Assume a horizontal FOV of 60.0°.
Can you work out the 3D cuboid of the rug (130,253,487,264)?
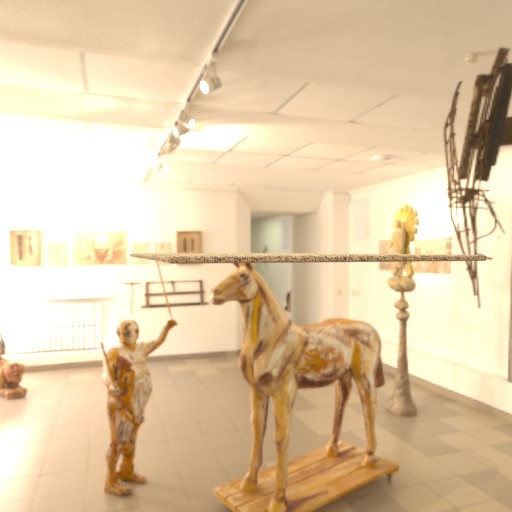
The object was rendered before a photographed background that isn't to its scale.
[{"bbox_3d":[0.000,0.000,3.030,1.524,0.030,2.438,0,1,-19],"label":"rug"}]
